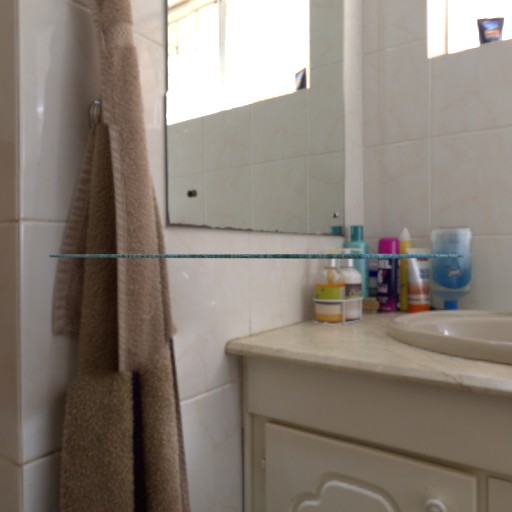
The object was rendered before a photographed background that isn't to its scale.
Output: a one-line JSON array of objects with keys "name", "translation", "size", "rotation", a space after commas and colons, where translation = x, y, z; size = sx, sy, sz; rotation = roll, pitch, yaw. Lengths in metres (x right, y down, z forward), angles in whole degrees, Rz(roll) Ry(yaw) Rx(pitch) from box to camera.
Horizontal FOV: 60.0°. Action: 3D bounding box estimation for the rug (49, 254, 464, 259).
[{"name": "rug", "translation": [0.000, 0.000, 4.289], "size": [3.217, 0.027, 2.405], "rotation": [0, 0, 37]}]
